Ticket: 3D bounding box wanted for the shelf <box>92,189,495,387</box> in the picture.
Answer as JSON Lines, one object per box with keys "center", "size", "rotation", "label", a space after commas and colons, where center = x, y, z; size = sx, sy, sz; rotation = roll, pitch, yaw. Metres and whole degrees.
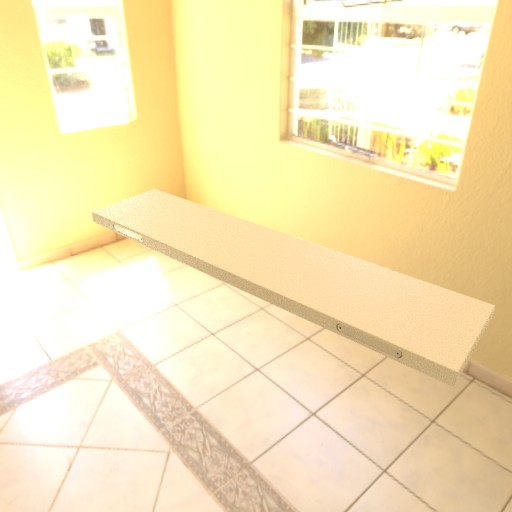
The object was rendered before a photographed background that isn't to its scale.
{"center": [0.000, 0.000, 0.644], "size": [0.610, 0.020, 0.140], "rotation": [22, 36, 33], "label": "shelf"}
